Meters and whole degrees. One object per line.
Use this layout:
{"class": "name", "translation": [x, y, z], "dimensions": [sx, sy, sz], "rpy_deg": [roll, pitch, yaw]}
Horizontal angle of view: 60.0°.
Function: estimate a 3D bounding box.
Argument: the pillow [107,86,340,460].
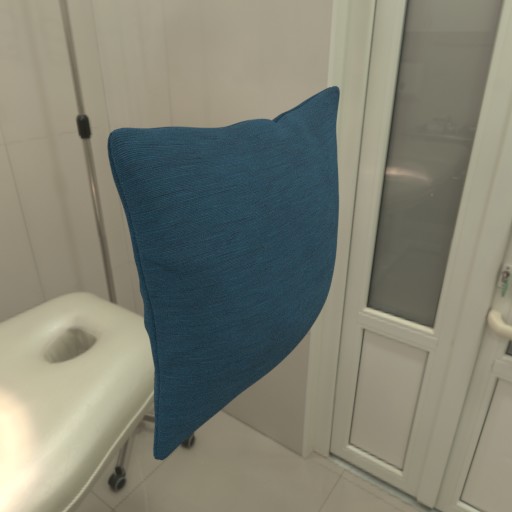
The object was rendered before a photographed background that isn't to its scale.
{"class": "pillow", "translation": [0.000, 0.000, 0.629], "dimensions": [0.177, 0.420, 0.437], "rpy_deg": [18, 32, 31]}
